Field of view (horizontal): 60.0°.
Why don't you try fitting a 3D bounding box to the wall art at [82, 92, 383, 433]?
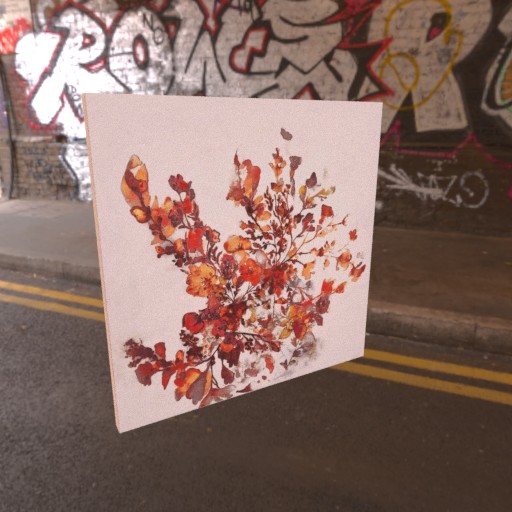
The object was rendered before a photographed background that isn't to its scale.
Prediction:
[{"bbox_3d":[0.000,0.000,1.507,1.009,1.009,0.049,-9,19,-28],"label":"wall art"}]
